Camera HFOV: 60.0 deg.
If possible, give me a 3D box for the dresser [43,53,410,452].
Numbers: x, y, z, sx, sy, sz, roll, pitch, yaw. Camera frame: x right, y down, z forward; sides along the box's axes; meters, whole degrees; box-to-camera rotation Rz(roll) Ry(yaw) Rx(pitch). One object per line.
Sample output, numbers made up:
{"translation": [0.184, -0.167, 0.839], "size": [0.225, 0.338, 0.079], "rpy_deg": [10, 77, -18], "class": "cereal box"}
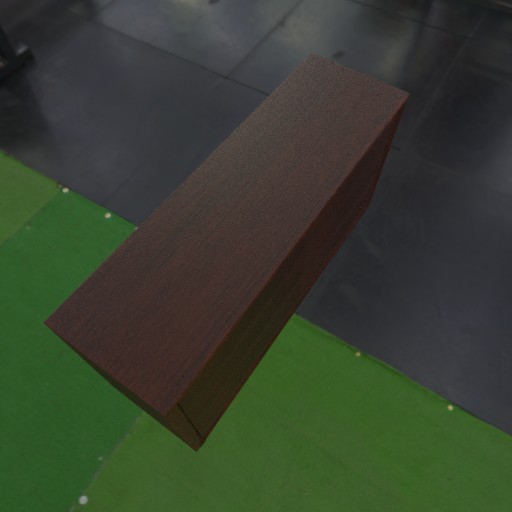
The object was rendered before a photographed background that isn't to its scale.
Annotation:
{"translation": [0.000, 0.000, 2.052], "size": [0.499, 0.971, 1.609], "rpy_deg": [31, 64, 17], "class": "dresser"}
